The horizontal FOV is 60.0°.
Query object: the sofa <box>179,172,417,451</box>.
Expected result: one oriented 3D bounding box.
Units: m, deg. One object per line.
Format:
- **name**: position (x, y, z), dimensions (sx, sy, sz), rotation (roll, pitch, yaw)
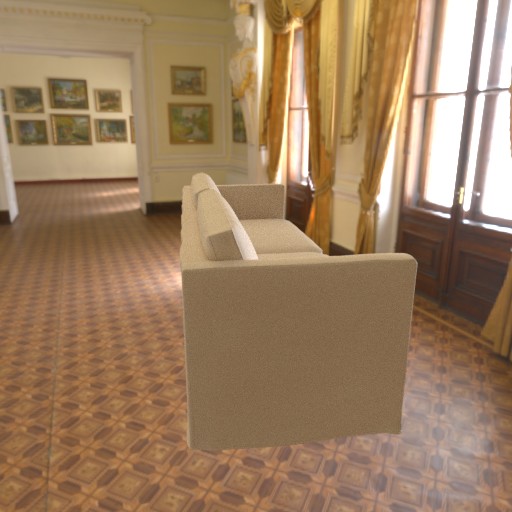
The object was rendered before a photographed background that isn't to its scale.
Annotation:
- **sofa**: position (0.000, 0.000, 3.187), dimensions (1.036, 0.999, 2.779), rotation (-2, 16, -8)
